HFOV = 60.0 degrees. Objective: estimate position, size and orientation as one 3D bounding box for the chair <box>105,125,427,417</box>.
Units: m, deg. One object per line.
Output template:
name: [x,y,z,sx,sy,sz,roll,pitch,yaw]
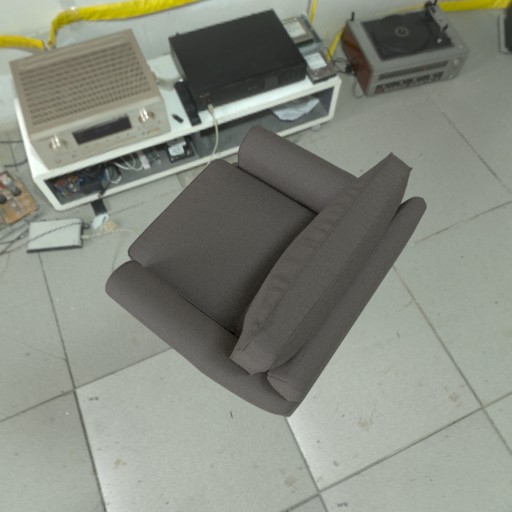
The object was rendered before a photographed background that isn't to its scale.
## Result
chair: [0.000,0.000,1.856,0.966,0.967,1.029,34,69,15]
